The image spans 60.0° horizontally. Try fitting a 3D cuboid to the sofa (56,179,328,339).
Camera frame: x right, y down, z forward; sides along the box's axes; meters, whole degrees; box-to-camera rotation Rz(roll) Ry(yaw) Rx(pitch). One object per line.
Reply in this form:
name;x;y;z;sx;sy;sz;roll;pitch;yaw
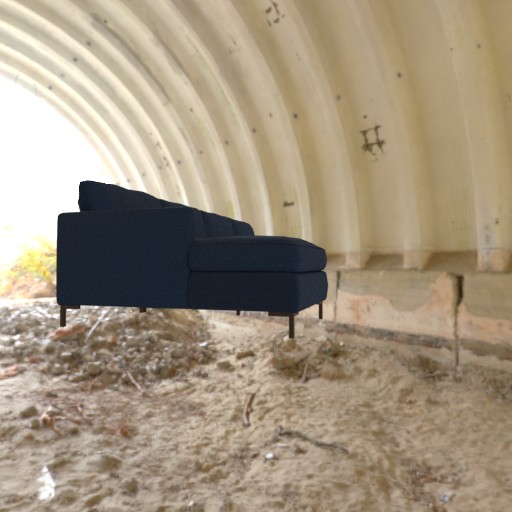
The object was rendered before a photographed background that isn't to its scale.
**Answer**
sofa;0.000;0.000;2.955;1.128;0.679;2.450;0;-1;18
